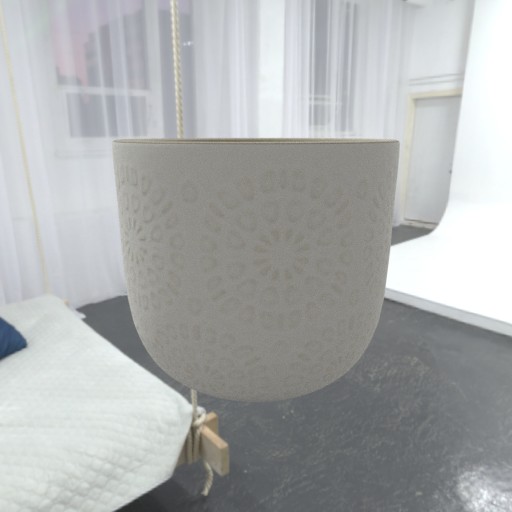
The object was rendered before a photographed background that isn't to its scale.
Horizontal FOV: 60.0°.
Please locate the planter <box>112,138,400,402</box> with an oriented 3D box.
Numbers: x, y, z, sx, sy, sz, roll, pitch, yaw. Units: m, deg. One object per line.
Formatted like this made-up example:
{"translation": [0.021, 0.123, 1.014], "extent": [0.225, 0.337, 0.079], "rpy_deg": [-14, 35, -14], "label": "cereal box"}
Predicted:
{"translation": [0.000, 0.000, 0.215], "extent": [0.124, 0.109, 0.124], "rpy_deg": [0, 15, 0], "label": "planter"}
